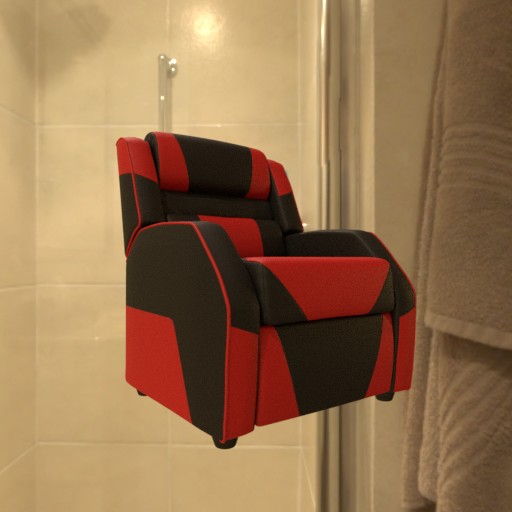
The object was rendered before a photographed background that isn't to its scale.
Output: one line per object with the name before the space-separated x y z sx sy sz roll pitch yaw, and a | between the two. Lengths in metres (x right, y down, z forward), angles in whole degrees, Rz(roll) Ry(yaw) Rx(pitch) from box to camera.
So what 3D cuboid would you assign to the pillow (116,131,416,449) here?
pillow | 0.000 0.000 1.296 0.620 0.805 0.672 0 0 -36
